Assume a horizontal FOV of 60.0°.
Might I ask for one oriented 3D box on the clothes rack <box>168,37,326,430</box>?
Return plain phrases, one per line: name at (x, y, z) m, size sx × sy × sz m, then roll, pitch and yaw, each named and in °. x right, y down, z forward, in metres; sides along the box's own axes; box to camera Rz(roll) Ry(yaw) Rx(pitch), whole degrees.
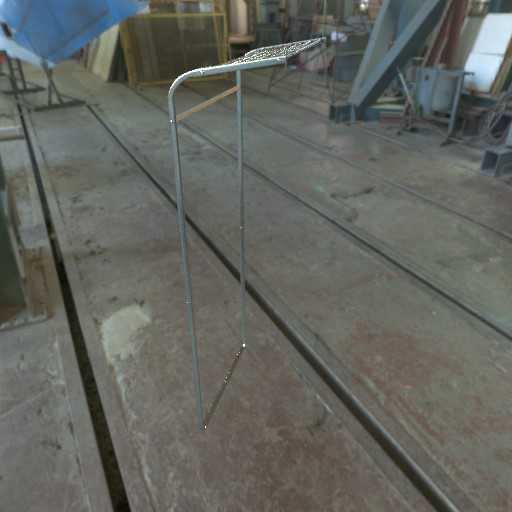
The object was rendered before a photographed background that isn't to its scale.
clothes rack at (0.000, 0.000, 1.808) m, size 0.349 × 1.574 × 0.609 m, roll 9°, pitch 32°, yaw 15°
